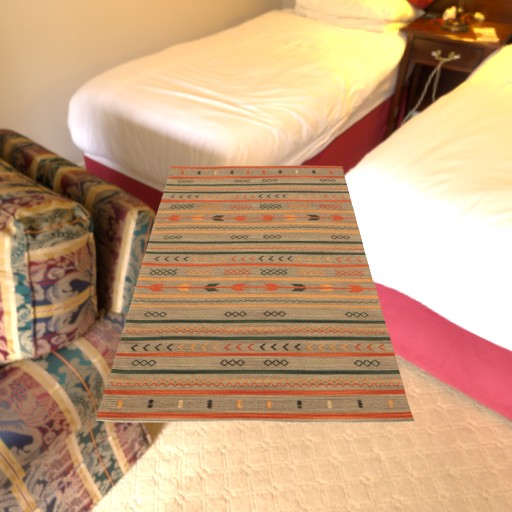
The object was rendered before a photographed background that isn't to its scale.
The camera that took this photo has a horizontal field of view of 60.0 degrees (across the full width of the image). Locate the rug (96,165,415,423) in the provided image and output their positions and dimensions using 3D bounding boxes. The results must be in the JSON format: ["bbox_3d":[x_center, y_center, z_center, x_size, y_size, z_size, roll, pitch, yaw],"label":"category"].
[{"bbox_3d":[0.000,0.000,3.047,1.537,0.029,2.439,0,41,0],"label":"rug"}]
